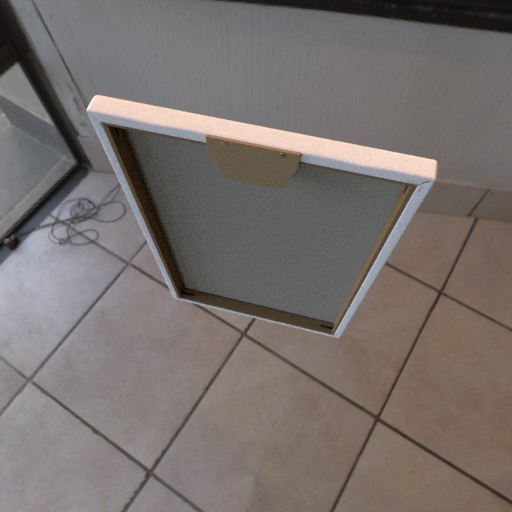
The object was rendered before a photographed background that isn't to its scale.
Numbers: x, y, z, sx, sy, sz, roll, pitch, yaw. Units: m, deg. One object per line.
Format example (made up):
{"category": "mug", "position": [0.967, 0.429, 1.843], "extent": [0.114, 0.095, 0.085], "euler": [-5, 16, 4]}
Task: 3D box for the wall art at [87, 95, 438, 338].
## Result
{"category": "wall art", "position": [0.000, 0.000, 1.154], "extent": [0.602, 0.916, 0.048], "euler": [13, 64, 6]}
